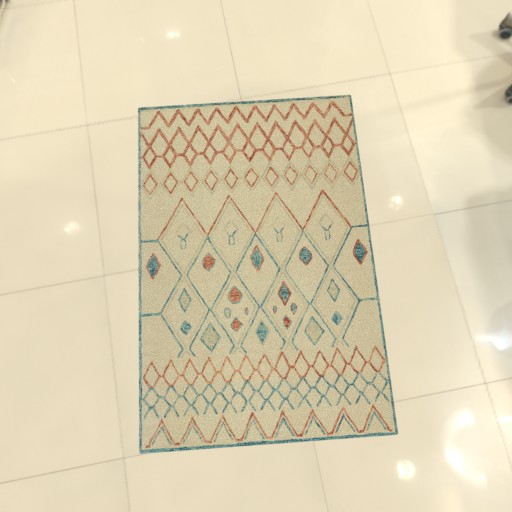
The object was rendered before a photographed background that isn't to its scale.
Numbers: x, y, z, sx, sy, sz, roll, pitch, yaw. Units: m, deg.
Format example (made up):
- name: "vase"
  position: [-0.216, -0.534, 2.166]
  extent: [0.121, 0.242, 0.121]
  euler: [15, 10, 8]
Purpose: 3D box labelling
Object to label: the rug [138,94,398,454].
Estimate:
- name: "rug"
  position: [0.000, 0.000, 2.307]
  extent: [1.219, 0.016, 1.829]
  euler: [-4, 76, -1]
